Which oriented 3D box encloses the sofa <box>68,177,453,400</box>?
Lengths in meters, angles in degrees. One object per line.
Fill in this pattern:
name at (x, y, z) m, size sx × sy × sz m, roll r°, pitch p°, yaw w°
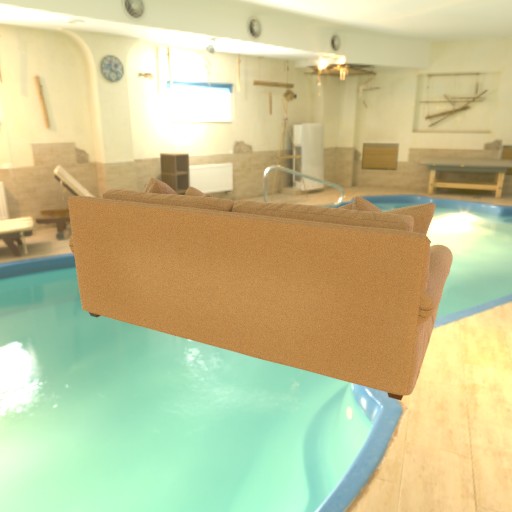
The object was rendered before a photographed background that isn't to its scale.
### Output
sofa at (0.000, 0.000, 2.860) m, size 2.285 × 0.904 × 1.067 m, roll 9°, pitch 19°, yaw 26°
